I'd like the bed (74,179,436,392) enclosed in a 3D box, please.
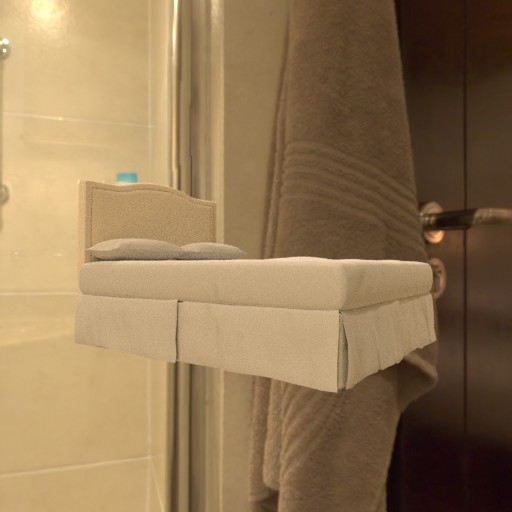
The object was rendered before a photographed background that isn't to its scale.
[{"bbox_3d":[0.000,0.000,3.698,2.477,1.437,1.977,-1,-1,35],"label":"bed"}]
